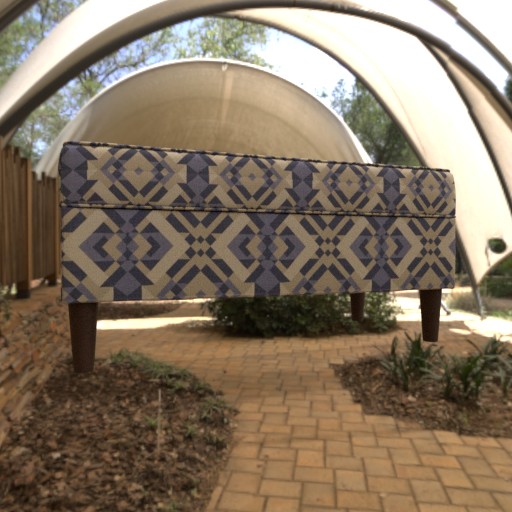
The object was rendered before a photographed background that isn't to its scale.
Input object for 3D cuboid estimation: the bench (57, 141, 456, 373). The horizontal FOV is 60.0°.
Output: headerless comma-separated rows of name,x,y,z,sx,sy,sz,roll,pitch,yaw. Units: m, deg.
bench,0.000,0.000,1.270,1.016,0.477,0.492,0,1,-20
